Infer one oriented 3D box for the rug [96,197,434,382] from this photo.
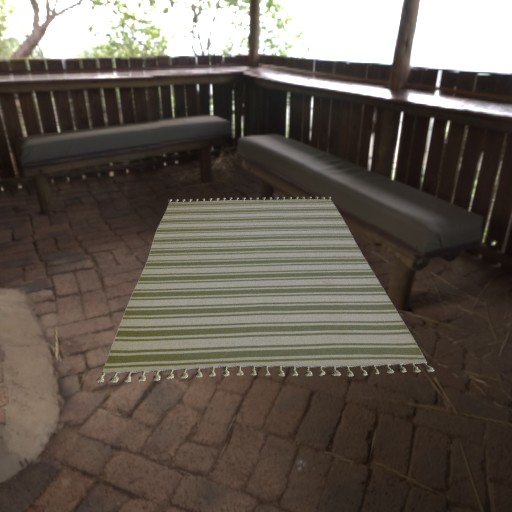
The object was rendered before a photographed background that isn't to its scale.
[{"bbox_3d":[0.000,0.000,2.348,1.162,0.013,1.875,-1,27,-2],"label":"rug"}]
